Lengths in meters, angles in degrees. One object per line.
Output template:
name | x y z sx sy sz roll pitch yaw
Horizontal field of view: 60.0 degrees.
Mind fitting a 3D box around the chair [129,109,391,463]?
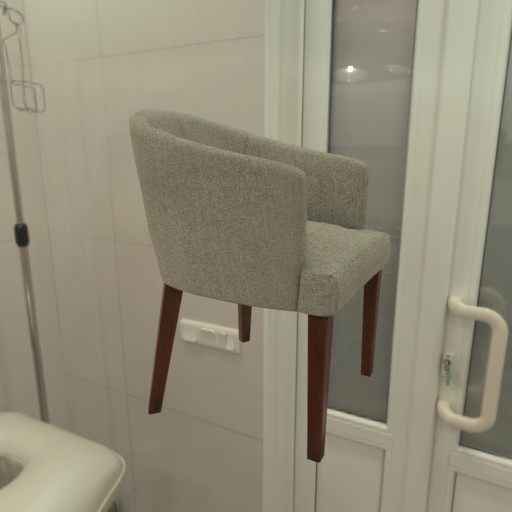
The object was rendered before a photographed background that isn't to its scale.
chair | 0.000 0.000 1.266 0.655 0.811 0.583 7 15 27
